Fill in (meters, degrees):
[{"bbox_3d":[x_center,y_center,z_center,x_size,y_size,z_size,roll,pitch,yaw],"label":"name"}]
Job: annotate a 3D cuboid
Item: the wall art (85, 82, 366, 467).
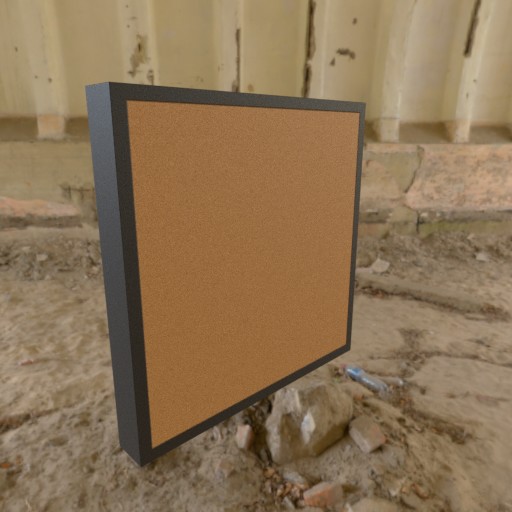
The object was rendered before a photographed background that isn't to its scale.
[{"bbox_3d":[0.000,0.000,0.446,0.304,0.304,0.038,-14,21,-42],"label":"wall art"}]
